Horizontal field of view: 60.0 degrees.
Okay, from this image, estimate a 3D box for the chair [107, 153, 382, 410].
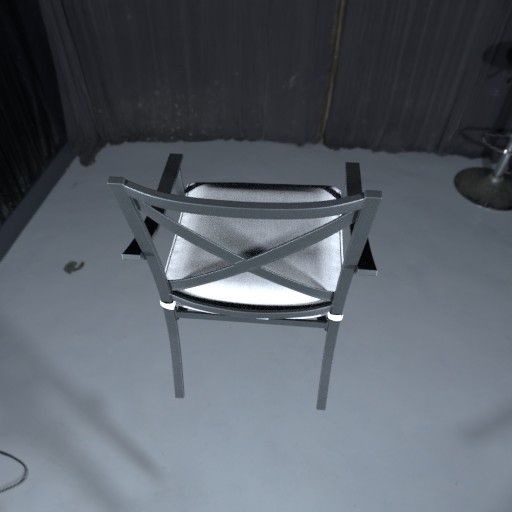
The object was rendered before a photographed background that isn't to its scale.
[{"bbox_3d":[0.000,0.000,1.285,0.575,0.889,0.620,4,45,4],"label":"chair"}]
